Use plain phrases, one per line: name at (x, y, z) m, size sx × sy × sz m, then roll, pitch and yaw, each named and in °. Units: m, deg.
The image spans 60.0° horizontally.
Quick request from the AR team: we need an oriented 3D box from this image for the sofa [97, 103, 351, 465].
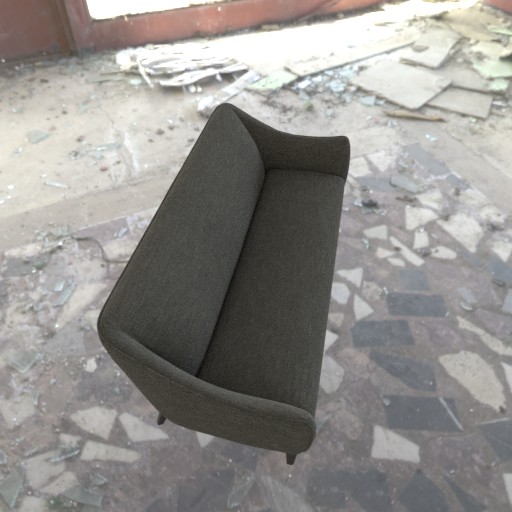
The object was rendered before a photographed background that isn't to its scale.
sofa at (0.000, 0.000, 2.398) m, size 0.867 × 0.829 × 1.928 m, roll 9°, pitch 47°, yaw 8°
